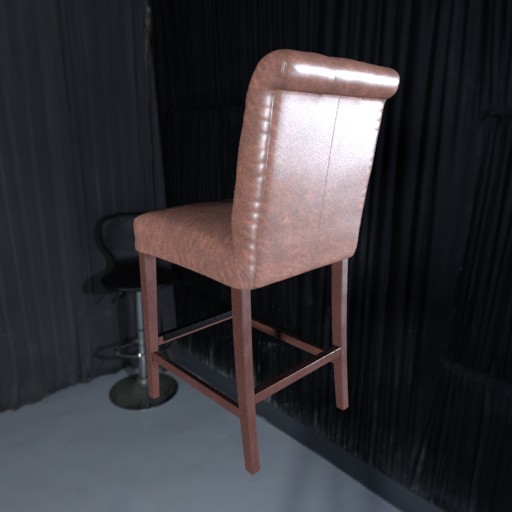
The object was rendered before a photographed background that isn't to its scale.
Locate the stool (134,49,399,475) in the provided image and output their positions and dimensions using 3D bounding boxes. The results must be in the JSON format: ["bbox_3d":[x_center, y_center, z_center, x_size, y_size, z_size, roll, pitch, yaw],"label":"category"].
[{"bbox_3d":[0.000,0.000,1.387,0.486,1.084,0.660,-15,22,-42],"label":"stool"}]
